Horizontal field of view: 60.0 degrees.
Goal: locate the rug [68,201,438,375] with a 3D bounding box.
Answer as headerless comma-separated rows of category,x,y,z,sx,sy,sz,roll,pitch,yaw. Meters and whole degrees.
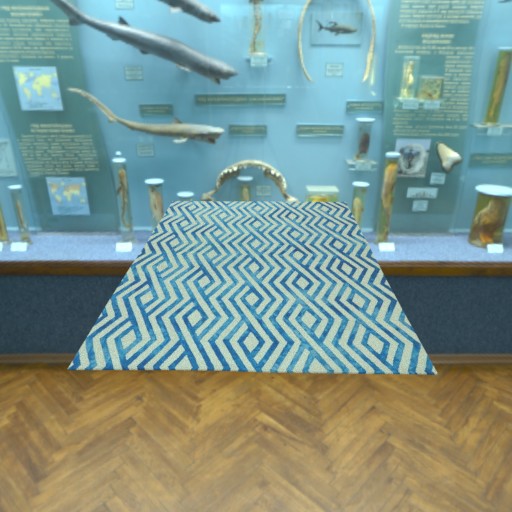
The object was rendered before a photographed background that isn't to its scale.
rug,0.000,0.000,2.291,1.225,0.008,1.830,0,25,1
